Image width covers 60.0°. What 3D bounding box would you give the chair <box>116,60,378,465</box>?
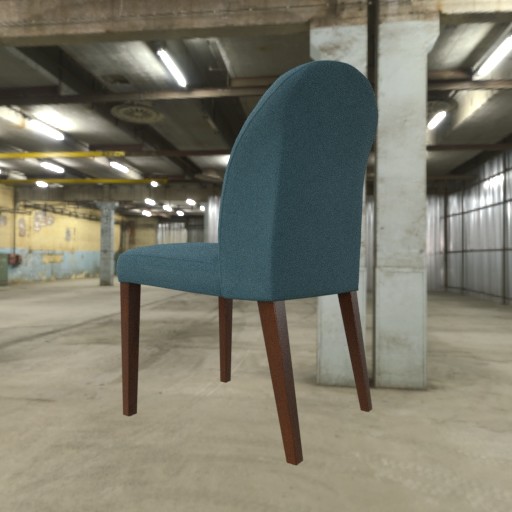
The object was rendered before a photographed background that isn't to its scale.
[{"bbox_3d":[0.000,0.000,1.233,0.620,0.879,0.507,-1,-1,35],"label":"chair"}]
